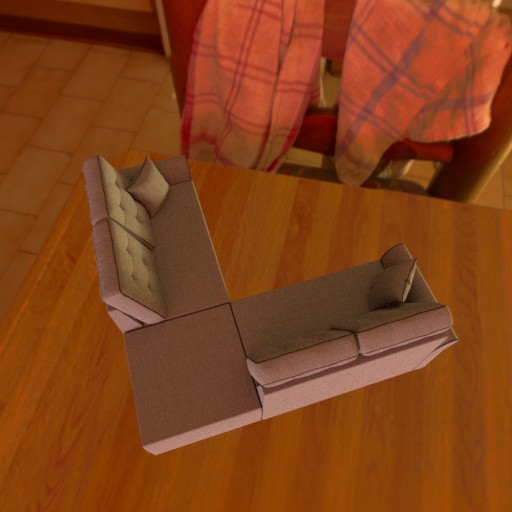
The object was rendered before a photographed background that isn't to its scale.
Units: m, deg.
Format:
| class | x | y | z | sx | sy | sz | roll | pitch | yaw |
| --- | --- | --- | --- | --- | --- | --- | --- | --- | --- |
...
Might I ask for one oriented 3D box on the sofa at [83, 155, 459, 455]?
| class | x | y | z | sx | sy | sz | roll | pitch | yaw |
| --- | --- | --- | --- | --- | --- | --- | --- | --- | --- |
| sofa | 0.000 | 0.000 | 3.238 | 2.068 | 0.988 | 2.070 | -15 | 61 | -9 |
